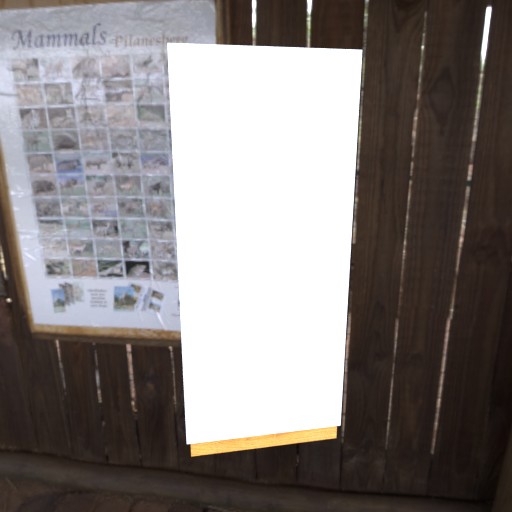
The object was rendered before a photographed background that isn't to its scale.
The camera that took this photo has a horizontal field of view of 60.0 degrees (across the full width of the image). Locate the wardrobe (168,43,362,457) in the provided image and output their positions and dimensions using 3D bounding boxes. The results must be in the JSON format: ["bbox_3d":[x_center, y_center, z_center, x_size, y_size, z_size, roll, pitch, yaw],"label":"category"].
[{"bbox_3d":[0.000,0.000,2.472,0.860,2.040,0.600,-3,16,-10],"label":"wardrobe"}]
